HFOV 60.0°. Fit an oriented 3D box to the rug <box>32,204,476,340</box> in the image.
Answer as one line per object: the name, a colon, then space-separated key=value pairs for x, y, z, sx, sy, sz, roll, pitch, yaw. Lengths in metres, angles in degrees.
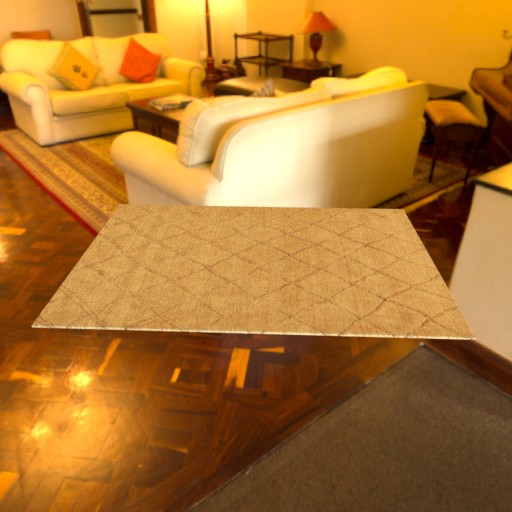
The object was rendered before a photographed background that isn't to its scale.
rug: x=0.000 y=0.000 z=2.935 sx=2.292 sy=0.014 sz=1.528 roll=1 pitch=31 yaw=2
